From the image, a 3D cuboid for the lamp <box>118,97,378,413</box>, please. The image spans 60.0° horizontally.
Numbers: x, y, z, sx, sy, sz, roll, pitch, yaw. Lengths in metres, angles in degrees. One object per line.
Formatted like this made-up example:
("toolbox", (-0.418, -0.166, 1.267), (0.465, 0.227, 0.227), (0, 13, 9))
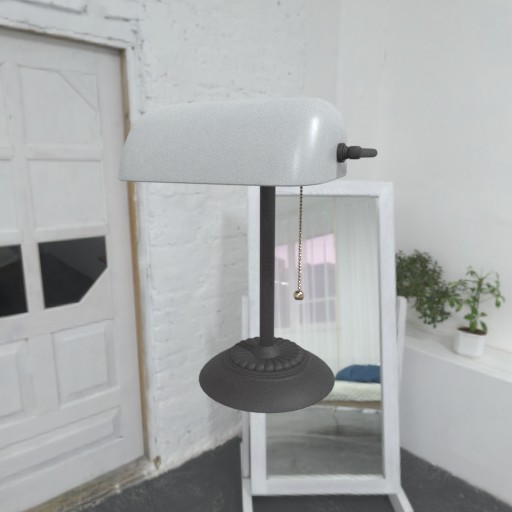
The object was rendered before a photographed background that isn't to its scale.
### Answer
("lamp", (0.000, 0.000, 0.524), (0.264, 0.339, 0.243), (6, 14, 25))
